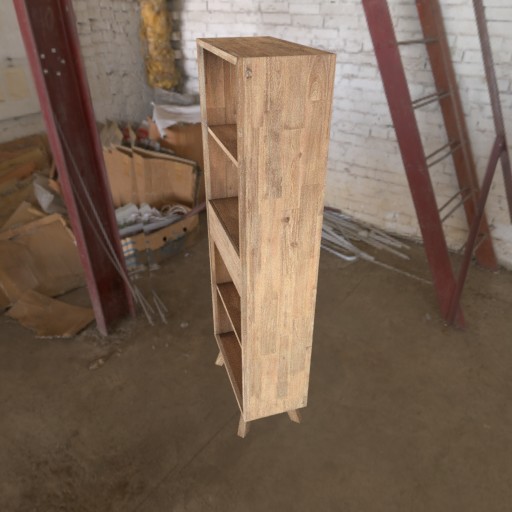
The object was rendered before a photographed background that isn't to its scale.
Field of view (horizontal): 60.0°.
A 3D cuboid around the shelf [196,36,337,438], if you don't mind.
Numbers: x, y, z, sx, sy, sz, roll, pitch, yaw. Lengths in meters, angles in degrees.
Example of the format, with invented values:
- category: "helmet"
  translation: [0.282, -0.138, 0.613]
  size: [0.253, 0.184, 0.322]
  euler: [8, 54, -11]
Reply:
- category: "shelf"
  translation: [0.000, 0.000, 1.553]
  size: [0.267, 1.342, 0.491]
  euler: [-9, 32, -15]
